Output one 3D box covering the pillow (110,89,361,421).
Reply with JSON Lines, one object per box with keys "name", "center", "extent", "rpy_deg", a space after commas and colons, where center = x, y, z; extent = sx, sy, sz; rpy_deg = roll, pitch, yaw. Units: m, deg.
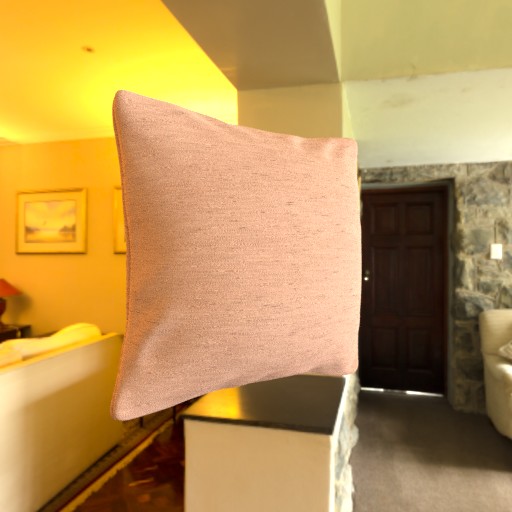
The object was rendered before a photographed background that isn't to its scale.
{"name": "pillow", "center": [0.000, 0.000, 0.669], "extent": [0.432, 0.415, 0.246], "rpy_deg": [0, 0, -35]}
